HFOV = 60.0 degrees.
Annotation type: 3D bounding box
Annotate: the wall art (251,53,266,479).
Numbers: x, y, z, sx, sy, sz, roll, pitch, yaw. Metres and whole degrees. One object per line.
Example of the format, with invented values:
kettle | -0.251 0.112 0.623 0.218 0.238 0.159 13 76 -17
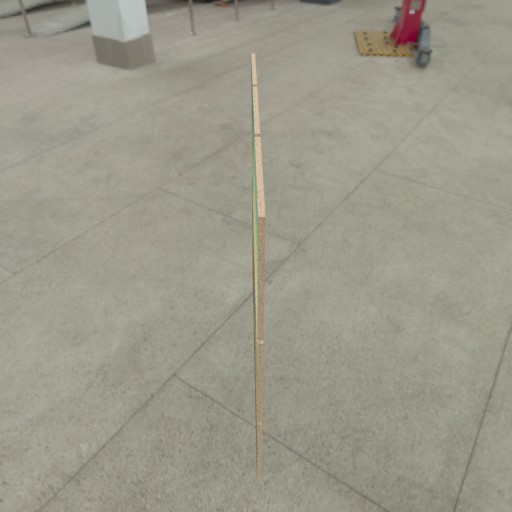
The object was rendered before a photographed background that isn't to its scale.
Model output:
wall art | 0.000 0.000 1.339 0.012 0.910 0.917 -1 39 -1
